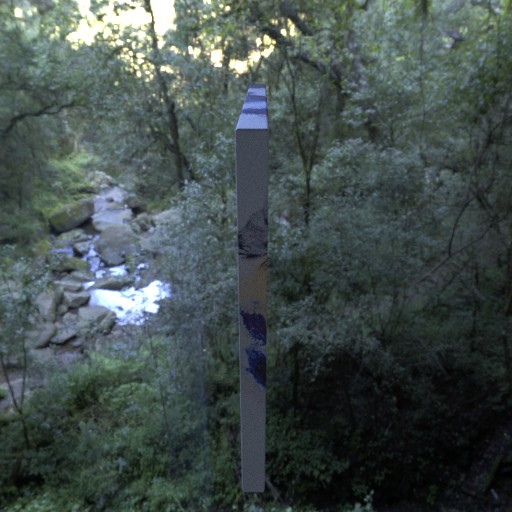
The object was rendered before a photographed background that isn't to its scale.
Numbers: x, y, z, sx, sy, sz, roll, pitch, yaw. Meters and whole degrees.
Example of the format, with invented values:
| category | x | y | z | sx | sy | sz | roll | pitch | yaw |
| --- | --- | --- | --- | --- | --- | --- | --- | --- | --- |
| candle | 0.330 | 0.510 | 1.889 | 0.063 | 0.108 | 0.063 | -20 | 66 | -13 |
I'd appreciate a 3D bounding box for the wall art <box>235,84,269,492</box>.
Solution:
| category | x | y | z | sx | sy | sz | roll | pitch | yaw |
| --- | --- | --- | --- | --- | --- | --- | --- | --- | --- |
| wall art | 0.000 | 0.000 | 0.903 | 0.039 | 0.609 | 0.609 | 0 | 26 | 1 |
